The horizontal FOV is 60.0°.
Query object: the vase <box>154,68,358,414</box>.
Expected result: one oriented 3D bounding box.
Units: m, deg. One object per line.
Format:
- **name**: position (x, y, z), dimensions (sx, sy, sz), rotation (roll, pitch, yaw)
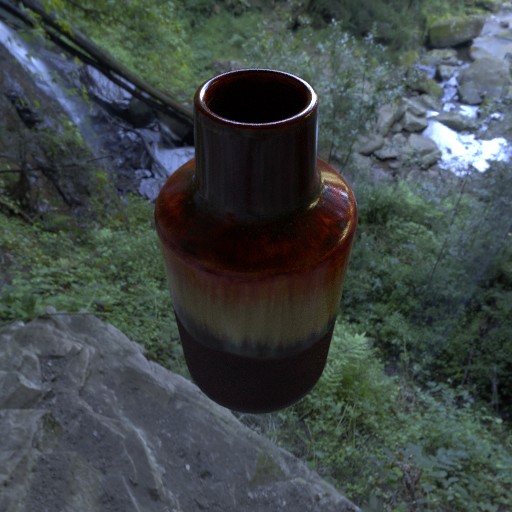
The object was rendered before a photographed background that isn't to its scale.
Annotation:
- **vase**: position (0.000, 0.000, 0.264), dimensions (0.108, 0.204, 0.108), rotation (0, 47, 0)
